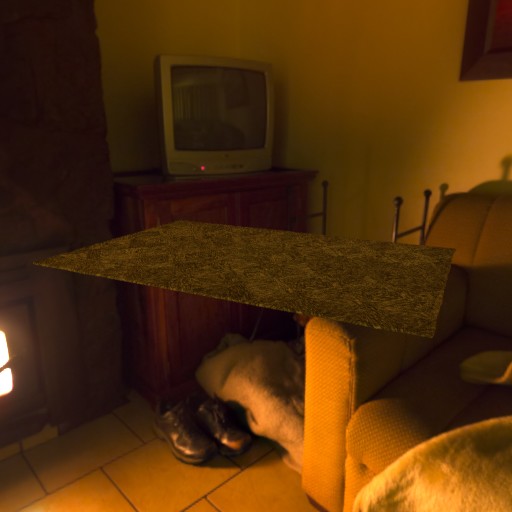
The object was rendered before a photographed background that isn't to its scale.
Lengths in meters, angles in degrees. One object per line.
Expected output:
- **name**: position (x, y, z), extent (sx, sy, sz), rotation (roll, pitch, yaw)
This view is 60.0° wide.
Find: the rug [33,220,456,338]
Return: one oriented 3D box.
- **rug**: position (0.000, 0.000, 2.251), extent (1.808, 0.011, 1.189), rotation (8, 17, 25)
